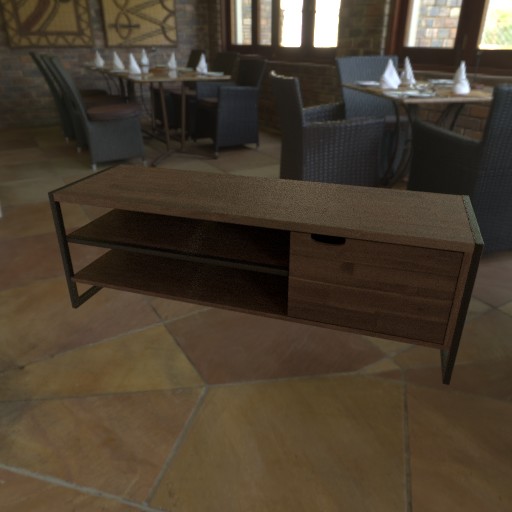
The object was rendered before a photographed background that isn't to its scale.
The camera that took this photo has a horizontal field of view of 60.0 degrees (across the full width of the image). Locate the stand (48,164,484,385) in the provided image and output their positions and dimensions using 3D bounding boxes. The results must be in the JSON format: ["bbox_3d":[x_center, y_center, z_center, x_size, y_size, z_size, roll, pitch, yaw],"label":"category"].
[{"bbox_3d":[0.000,0.000,1.738,1.480,0.506,0.454,8,27,16],"label":"stand"}]
